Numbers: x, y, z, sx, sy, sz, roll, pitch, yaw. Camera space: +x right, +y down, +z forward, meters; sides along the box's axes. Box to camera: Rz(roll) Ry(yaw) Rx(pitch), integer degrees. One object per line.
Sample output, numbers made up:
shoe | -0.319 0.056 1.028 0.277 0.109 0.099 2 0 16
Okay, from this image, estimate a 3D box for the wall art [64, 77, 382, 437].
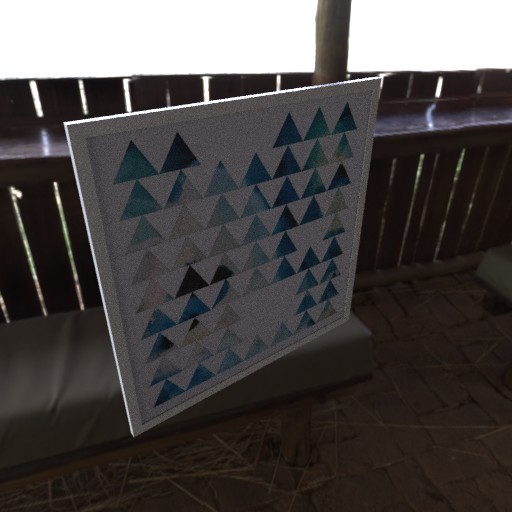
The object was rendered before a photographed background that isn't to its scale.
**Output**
wall art | 0.000 0.000 0.805 0.557 0.557 0.012 -21 36 -31
